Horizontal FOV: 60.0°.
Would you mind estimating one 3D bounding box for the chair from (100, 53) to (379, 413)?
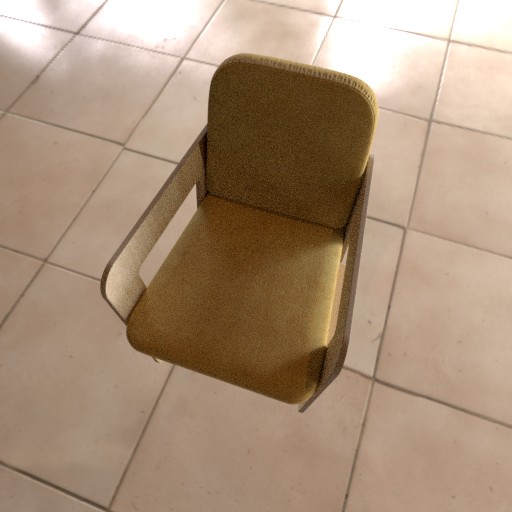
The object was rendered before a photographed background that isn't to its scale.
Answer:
[{"bbox_3d":[0.000,0.000,1.268,0.590,0.800,0.710,16,61,9],"label":"chair"}]
